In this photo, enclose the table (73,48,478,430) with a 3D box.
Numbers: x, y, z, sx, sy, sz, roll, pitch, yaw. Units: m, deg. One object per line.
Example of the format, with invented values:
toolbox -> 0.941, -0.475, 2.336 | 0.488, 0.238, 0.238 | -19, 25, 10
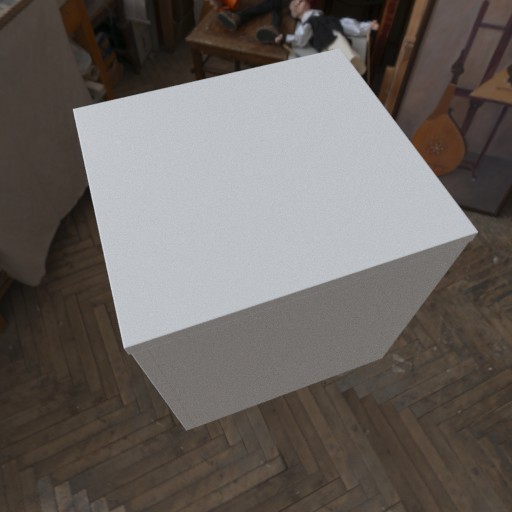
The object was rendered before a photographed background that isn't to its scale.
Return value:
table -> 0.000, 0.000, 0.773 | 0.420, 0.460, 0.380 | -17, 60, -10
